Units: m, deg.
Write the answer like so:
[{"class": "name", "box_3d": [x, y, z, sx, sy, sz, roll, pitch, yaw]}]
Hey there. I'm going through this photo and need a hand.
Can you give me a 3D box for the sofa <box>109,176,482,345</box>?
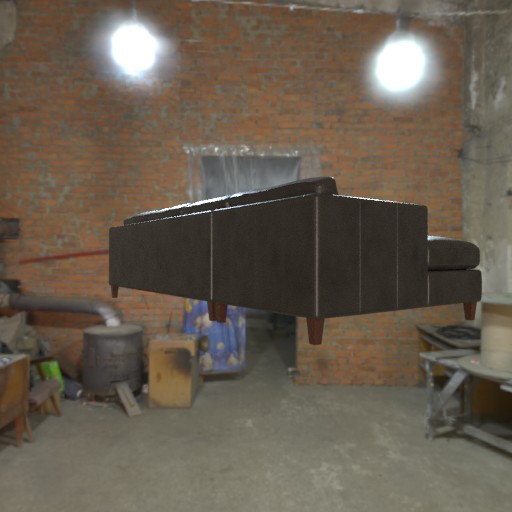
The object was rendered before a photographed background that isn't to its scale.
[{"class": "sofa", "box_3d": [0.000, 0.000, 3.891, 1.581, 0.883, 3.203, 0, 0, -36]}]
